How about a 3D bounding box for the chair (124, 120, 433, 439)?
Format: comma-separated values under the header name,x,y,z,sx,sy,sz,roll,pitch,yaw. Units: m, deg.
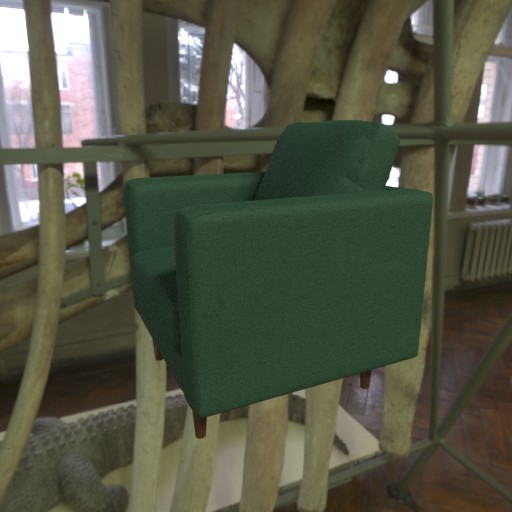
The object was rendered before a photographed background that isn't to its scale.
name,x,y,z,sx,sy,sz,roll,pitch,yaw
chair,0.000,0.000,1.577,0.800,0.927,0.855,-7,17,-24
